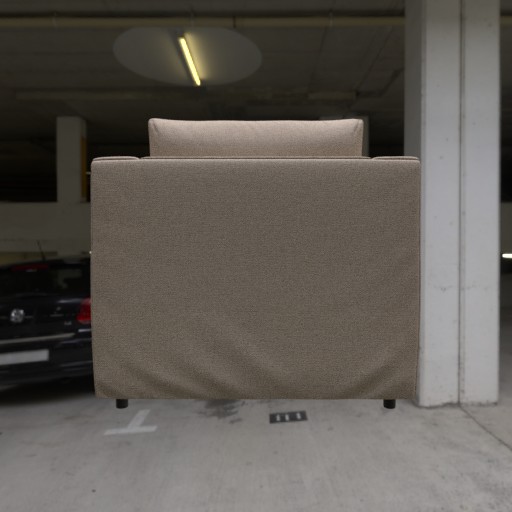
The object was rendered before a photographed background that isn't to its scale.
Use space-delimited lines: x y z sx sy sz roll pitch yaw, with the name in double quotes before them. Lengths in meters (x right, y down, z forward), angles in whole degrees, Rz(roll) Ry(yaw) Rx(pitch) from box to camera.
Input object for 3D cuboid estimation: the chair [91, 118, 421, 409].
"chair" 0.000 0.000 2.078 1.194 1.093 1.071 0 1 0
